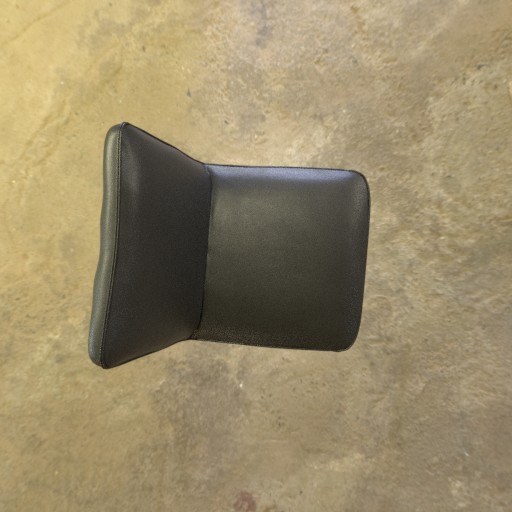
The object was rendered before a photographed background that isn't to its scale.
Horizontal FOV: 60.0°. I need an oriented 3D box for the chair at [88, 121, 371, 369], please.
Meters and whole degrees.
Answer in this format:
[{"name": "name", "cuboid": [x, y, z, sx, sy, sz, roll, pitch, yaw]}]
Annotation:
[{"name": "chair", "cuboid": [0.000, 0.000, 1.234, 0.645, 0.801, 0.543, 0, 90, 1]}]
